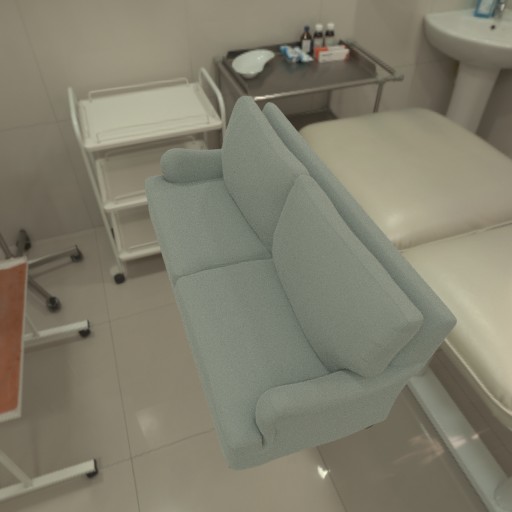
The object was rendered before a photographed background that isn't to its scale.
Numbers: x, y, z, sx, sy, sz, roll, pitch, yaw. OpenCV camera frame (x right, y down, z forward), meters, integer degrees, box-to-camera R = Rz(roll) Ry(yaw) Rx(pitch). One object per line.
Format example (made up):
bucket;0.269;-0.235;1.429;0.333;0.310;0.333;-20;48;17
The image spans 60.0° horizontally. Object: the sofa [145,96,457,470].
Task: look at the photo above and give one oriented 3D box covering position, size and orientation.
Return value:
sofa;0.000;0.000;2.755;1.069;1.096;2.193;-15;47;-14
